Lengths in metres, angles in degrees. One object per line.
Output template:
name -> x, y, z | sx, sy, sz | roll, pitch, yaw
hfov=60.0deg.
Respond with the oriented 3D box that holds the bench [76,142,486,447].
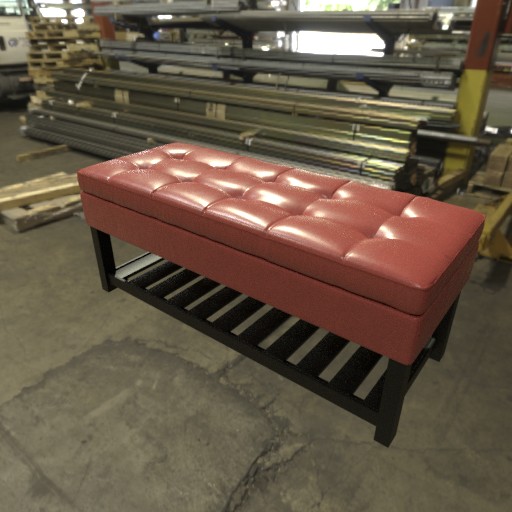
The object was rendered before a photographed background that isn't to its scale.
bench -> 0.000, 0.000, 1.325 | 1.105, 0.460, 0.432 | 21, 35, 32
